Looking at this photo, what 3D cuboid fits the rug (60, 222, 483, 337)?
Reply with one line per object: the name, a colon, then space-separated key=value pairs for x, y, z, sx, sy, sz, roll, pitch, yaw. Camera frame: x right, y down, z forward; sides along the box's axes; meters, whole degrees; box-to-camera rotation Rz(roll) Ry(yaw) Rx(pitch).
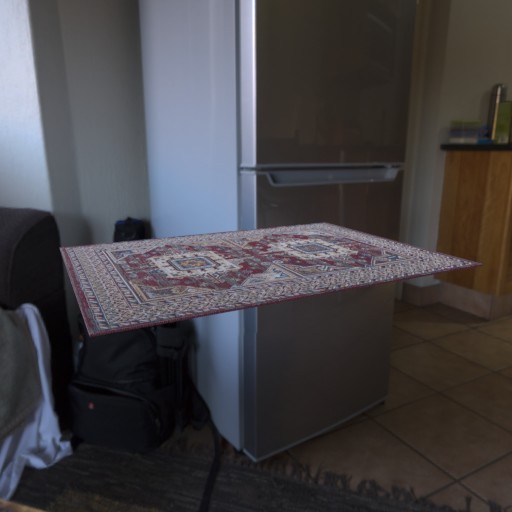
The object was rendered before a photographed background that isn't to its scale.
rug: x=0.000 y=0.000 z=2.837 sx=2.210 sy=0.011 sz=1.599 roll=-7 pitch=16 yaw=-26
